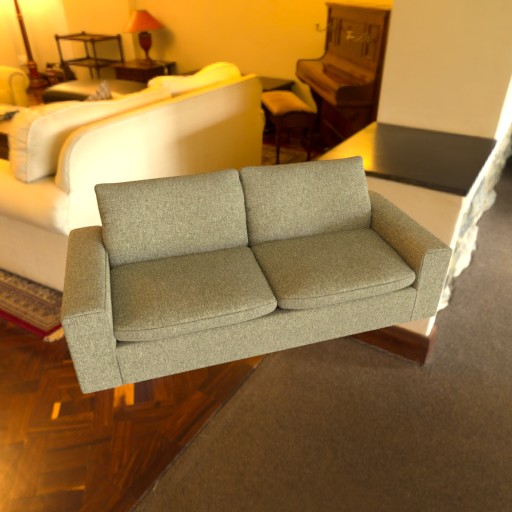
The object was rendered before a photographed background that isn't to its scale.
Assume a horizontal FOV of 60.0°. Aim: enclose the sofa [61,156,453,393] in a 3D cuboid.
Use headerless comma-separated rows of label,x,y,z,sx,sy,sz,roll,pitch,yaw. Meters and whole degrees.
sofa,0.000,0.000,2.886,2.299,0.922,1.040,-9,33,-15
